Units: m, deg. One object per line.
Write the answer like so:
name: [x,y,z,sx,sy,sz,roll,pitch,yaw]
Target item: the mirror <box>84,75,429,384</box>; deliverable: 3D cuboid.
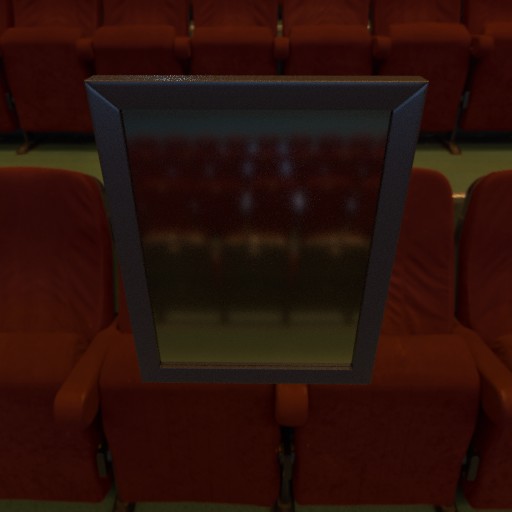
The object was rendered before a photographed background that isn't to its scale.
mirror: [0.000,0.000,0.670,0.405,0.508,0.041,0,32,1]
